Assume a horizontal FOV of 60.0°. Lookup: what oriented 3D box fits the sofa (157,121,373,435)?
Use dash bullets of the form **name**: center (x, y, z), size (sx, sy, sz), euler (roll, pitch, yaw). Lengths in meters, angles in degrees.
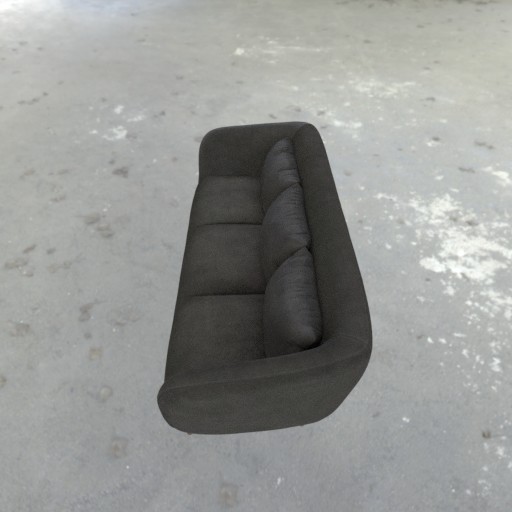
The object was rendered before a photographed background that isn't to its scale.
- **sofa**: center (0.000, 0.000, 2.750), size (0.956, 0.875, 2.296), euler (-1, 41, -1)
